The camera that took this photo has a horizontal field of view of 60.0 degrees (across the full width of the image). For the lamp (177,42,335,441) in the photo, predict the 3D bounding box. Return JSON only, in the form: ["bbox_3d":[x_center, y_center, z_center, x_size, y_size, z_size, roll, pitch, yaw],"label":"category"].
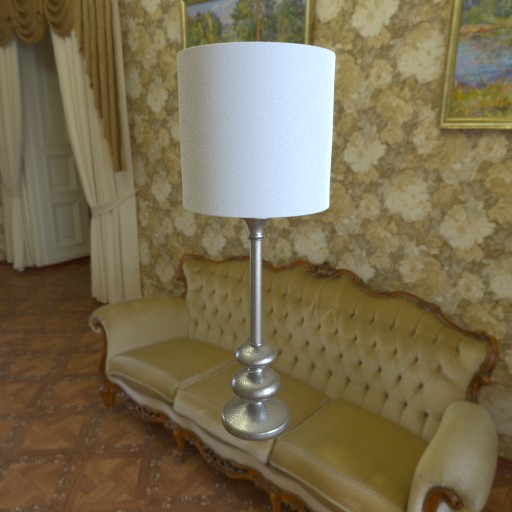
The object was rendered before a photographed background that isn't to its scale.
[{"bbox_3d":[0.000,0.000,0.805,0.254,0.690,0.254,-2,16,-7],"label":"lamp"}]
